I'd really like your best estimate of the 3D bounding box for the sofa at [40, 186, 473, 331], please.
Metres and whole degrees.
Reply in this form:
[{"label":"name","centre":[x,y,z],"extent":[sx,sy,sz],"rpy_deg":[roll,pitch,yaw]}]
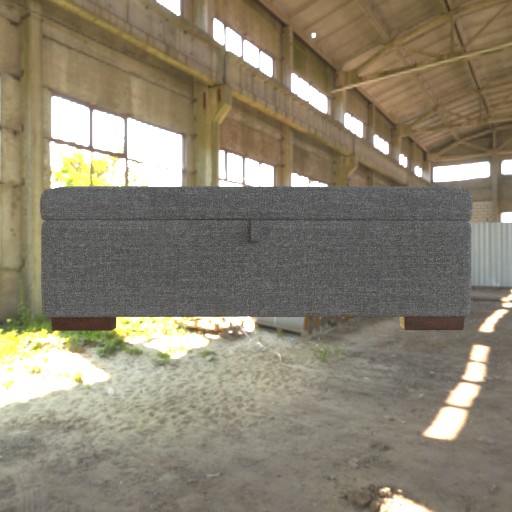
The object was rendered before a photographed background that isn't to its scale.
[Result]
[{"label":"sofa","centre":[0.000,0.000,1.586],"extent":[1.198,0.417,0.782],"rpy_deg":[0,0,-1]}]
